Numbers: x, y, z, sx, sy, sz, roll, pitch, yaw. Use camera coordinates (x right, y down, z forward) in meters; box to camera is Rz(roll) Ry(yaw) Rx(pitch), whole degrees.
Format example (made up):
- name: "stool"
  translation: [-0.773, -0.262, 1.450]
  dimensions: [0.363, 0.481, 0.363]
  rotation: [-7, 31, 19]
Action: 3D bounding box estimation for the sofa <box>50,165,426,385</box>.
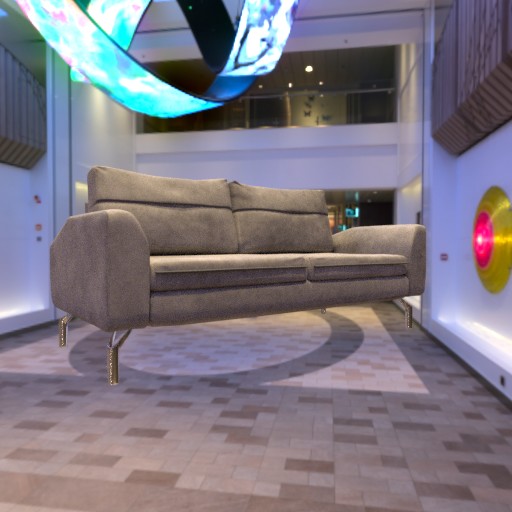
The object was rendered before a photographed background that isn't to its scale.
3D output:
- name: "sofa"
  translation: [0.000, 0.000, 2.322]
  dimensions: [1.837, 0.859, 0.849]
  rotation: [-1, 2, -37]
